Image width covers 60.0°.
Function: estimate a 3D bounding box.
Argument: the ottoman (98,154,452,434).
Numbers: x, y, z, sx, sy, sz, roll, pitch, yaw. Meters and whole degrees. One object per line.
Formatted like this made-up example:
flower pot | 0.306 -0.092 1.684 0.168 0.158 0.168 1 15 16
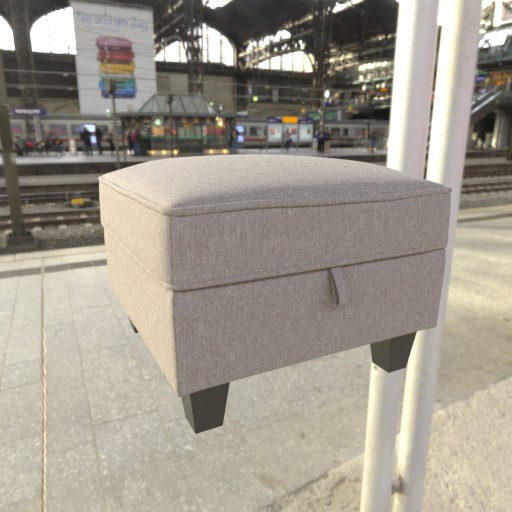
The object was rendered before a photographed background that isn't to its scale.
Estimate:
ottoman | 0.000 0.000 1.380 0.808 0.612 0.871 -8 17 -26
